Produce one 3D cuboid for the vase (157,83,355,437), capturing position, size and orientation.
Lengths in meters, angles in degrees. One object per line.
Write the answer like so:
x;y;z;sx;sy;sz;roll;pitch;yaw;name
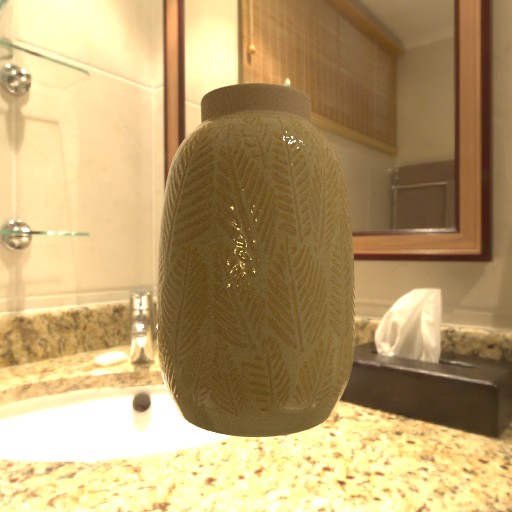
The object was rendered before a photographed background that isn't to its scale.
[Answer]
0.000;0.000;0.392;0.172;0.270;0.172;0;1;0;vase
